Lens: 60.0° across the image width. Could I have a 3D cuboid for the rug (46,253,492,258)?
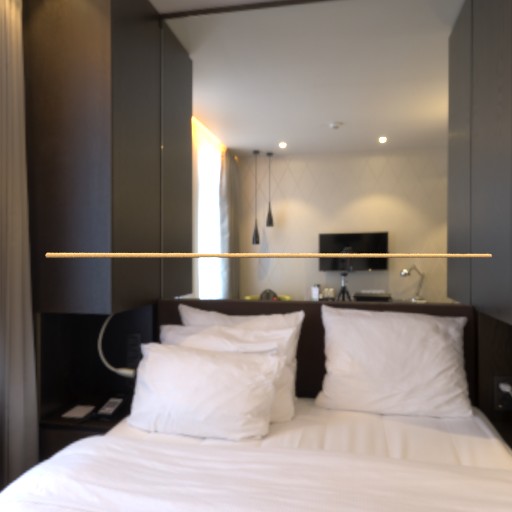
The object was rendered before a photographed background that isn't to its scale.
[{"bbox_3d":[0.000,0.000,2.273,1.828,0.015,1.222,0,0,-19],"label":"rug"}]
